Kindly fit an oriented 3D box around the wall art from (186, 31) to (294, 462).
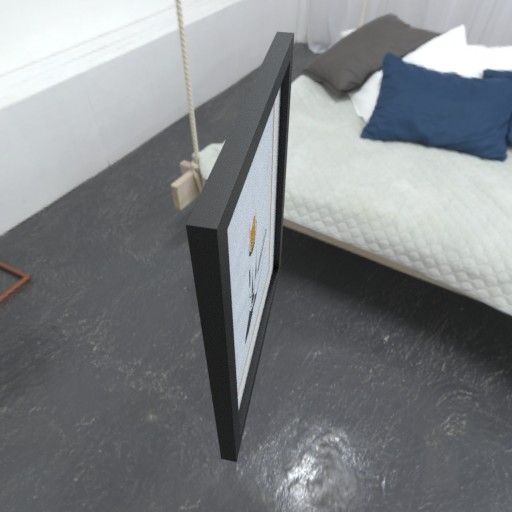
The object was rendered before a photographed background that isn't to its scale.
[{"bbox_3d":[0.000,0.000,0.516,0.019,0.381,0.330,8,46,8],"label":"wall art"}]
